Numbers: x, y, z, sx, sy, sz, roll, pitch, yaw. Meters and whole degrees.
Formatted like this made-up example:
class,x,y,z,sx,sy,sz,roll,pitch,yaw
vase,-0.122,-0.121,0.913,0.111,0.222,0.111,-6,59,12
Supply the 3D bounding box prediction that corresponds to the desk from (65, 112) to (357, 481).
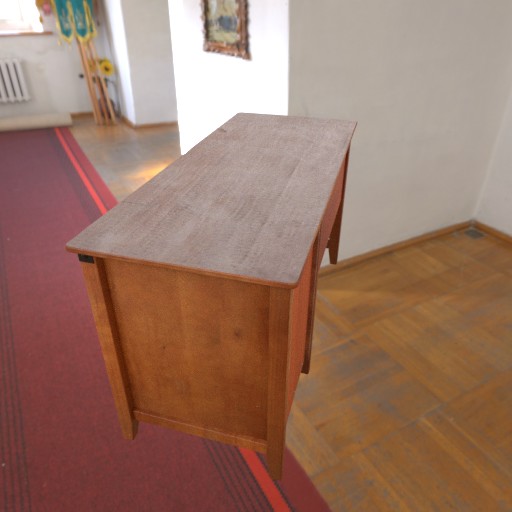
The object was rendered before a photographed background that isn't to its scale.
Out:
class,x,y,z,sx,sy,sz,roll,pitch,yaw
desk,0.000,0.000,1.741,0.574,0.756,1.353,9,33,14
